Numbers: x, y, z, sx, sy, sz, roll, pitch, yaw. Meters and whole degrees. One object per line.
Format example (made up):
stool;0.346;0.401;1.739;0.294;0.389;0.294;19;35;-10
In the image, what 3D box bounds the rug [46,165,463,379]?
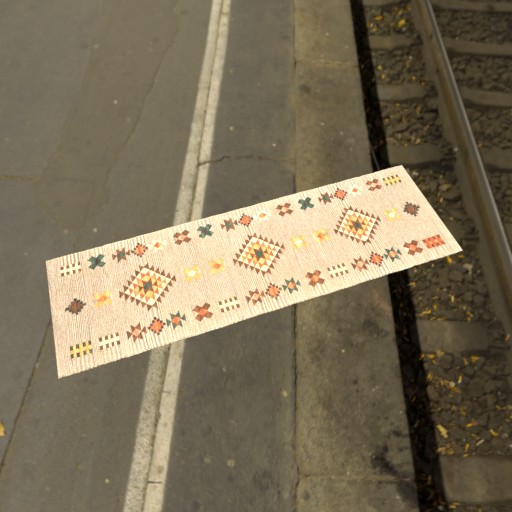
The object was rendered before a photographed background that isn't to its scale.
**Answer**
rug;0.000;0.000;2.709;2.432;0.008;0.766;-16;59;-10
